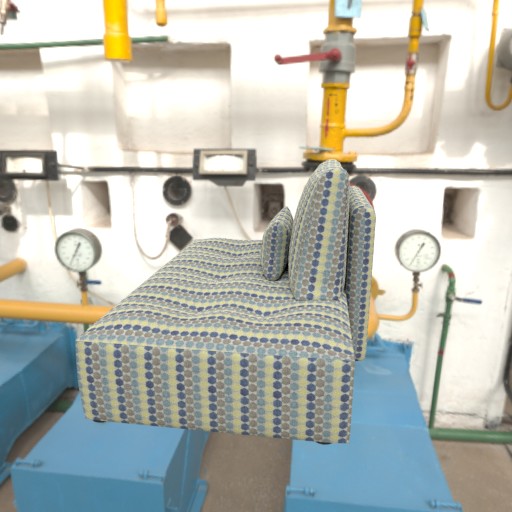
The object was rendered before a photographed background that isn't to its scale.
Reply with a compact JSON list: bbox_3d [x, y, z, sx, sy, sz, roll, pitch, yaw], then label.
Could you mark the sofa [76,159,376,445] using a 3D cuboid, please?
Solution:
[{"bbox_3d":[0.000,0.000,2.001,1.000,0.820,1.450,2,16,8],"label":"sofa"}]
